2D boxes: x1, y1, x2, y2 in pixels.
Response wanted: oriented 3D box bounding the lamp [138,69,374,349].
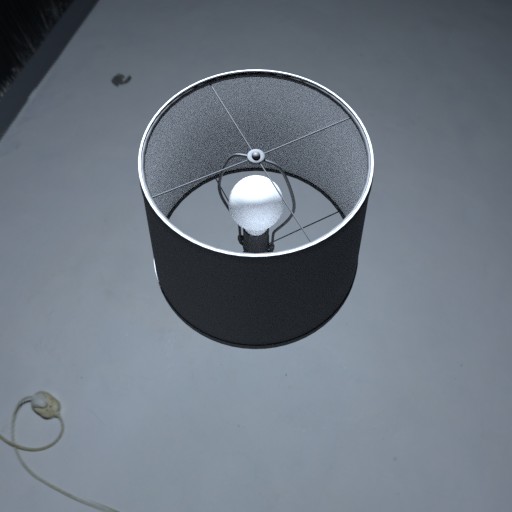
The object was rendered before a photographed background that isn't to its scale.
[{"bbox_3d":[0.000,0.000,0.701,0.310,0.501,0.310,0,64,0],"label":"lamp"}]
